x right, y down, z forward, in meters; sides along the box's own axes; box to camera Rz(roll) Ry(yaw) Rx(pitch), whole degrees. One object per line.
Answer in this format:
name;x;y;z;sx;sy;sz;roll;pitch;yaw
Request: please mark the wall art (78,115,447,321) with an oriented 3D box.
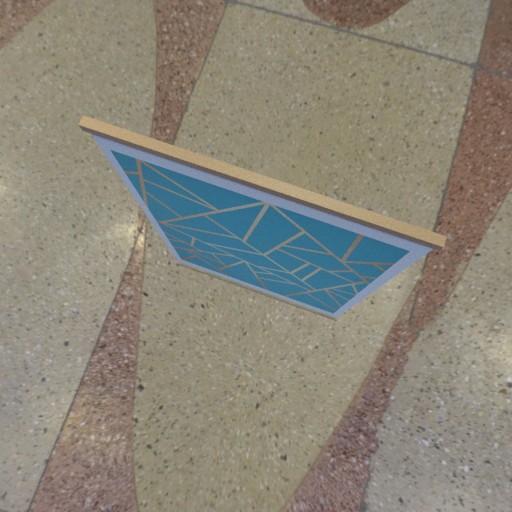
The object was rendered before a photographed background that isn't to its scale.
wall art;0.000;0.000;1.867;0.990;1.519;0.030;19;76;5
